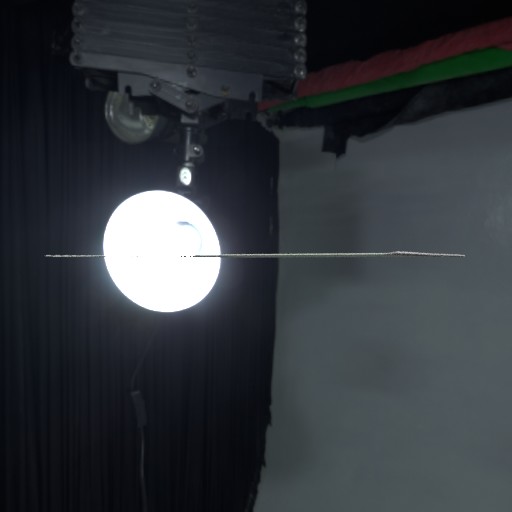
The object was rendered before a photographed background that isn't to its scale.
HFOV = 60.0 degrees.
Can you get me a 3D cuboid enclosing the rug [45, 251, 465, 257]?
[{"bbox_3d":[0.000,0.000,3.813,3.040,0.017,2.030,0,-1,33],"label":"rug"}]
